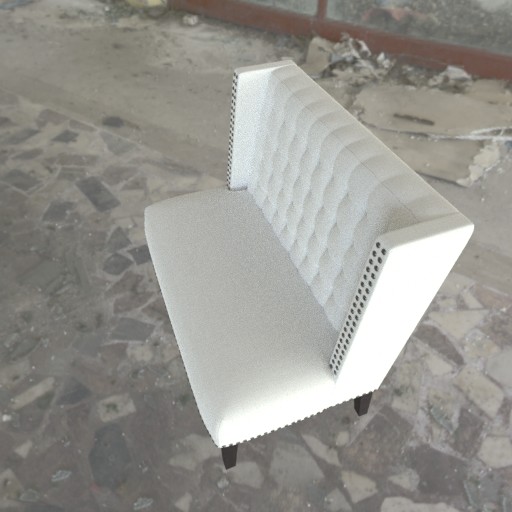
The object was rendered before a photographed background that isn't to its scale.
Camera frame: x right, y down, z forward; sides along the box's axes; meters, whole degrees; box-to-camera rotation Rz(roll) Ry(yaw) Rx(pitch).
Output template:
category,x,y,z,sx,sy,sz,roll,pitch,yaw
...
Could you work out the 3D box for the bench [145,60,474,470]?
category,x,y,z,sx,sy,sz,roll,pitch,yaw
bench,0.000,0.000,1.941,0.847,1.123,1.280,-15,47,-15
